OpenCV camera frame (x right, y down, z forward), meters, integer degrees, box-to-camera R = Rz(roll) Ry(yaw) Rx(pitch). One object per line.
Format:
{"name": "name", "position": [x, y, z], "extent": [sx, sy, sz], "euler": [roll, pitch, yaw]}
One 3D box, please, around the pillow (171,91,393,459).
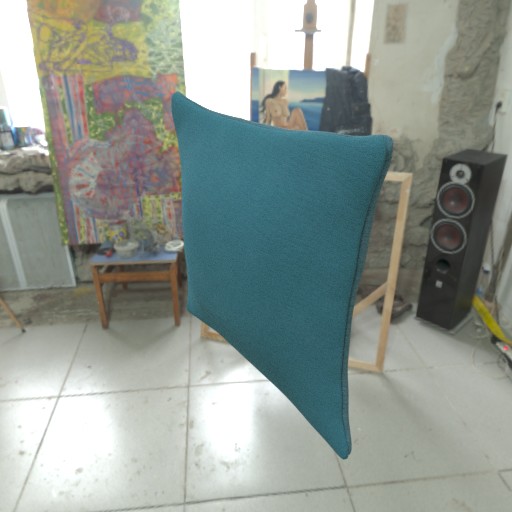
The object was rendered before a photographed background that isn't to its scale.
{"name": "pillow", "position": [0.000, 0.000, 0.644], "extent": [0.151, 0.415, 0.433], "euler": [-18, 32, -32]}
